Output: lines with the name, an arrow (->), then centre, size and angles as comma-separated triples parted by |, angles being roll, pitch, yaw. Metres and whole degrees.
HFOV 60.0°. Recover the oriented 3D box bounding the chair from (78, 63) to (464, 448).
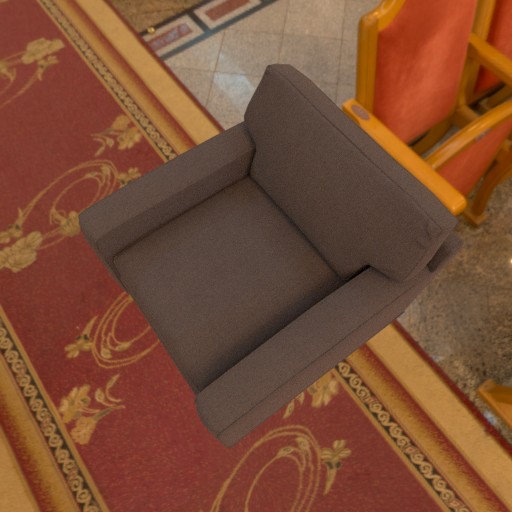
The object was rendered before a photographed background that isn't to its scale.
chair -> 0.000, 0.000, 1.794 | 1.043, 0.913, 0.997 | -33, 68, -15
